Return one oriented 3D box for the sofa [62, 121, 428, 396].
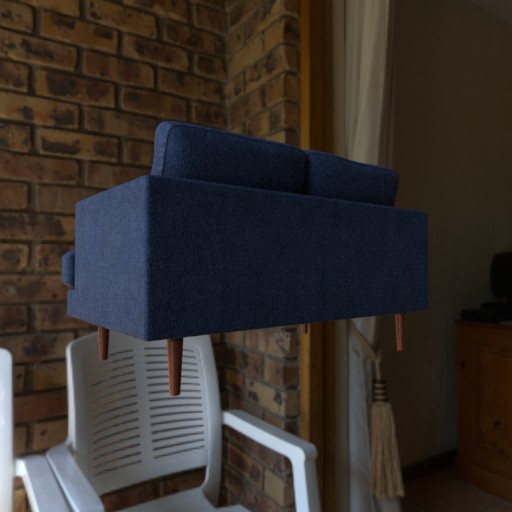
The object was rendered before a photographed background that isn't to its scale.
[{"bbox_3d":[0.000,0.000,2.155,1.582,0.944,0.903,1,-2,-38],"label":"sofa"}]
